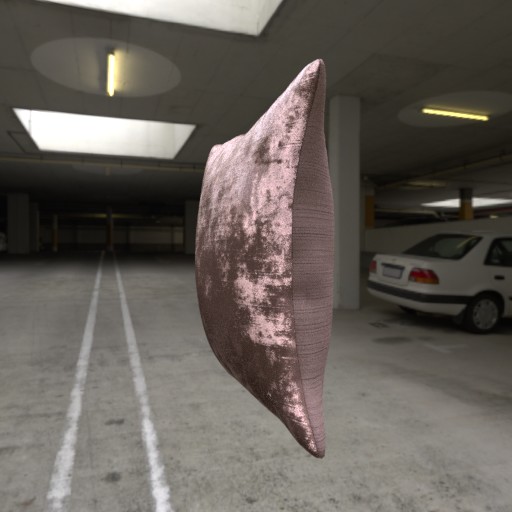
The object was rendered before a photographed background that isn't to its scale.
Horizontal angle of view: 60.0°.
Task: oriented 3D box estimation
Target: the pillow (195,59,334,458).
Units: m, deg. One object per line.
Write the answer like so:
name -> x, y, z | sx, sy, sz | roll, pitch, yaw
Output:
pillow -> 0.000, 0.000, 0.726 | 0.175, 0.464, 0.470 | 0, 0, -19
